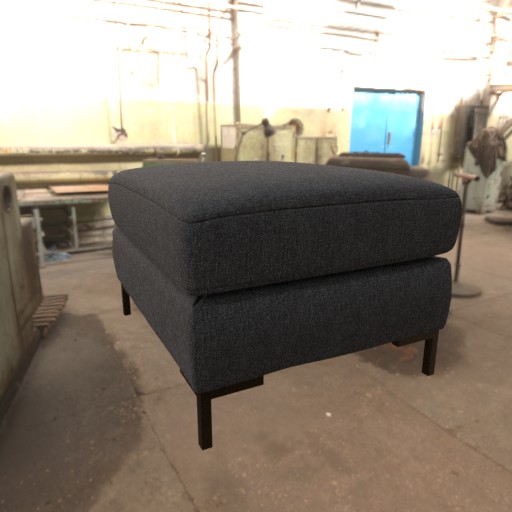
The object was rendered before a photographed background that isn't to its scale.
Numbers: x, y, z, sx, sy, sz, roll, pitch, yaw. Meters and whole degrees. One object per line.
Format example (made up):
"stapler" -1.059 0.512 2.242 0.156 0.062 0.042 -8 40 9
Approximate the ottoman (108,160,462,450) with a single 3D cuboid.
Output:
"ottoman" 0.000 0.000 1.294 0.695 0.533 0.831 -8 17 -26
